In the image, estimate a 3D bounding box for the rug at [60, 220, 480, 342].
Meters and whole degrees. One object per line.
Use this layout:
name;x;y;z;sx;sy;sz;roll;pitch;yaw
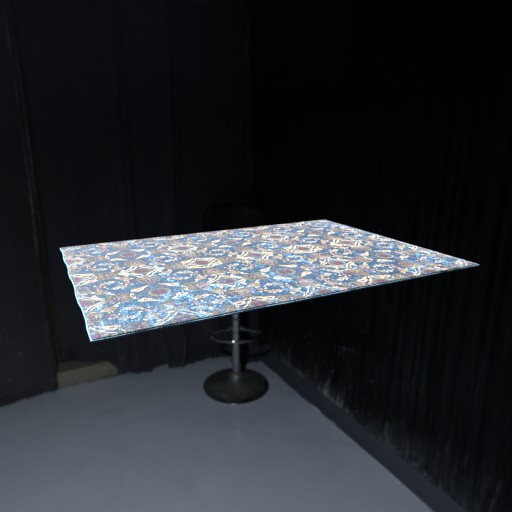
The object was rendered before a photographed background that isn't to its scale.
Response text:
rug;0.000;0.000;2.837;2.207;0.014;1.567;-8;18;-26
